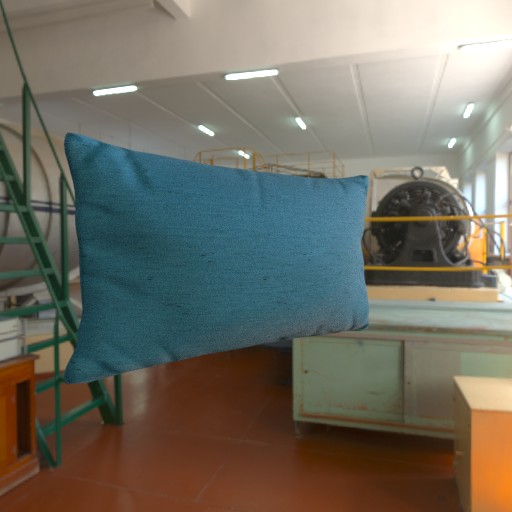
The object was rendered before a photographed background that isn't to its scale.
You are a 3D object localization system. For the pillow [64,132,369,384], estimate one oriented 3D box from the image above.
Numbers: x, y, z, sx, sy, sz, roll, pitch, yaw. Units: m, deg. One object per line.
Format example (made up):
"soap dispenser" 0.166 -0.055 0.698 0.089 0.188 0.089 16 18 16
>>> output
"pillow" 0.000 0.000 0.775 0.633 0.338 0.210 -1 2 -38
